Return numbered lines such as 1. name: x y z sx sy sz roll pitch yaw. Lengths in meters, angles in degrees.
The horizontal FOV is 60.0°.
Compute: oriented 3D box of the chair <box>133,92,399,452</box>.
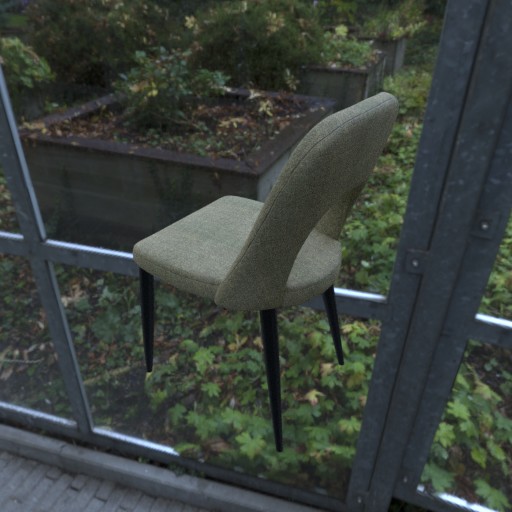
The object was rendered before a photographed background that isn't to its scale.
1. chair: 0.000 0.000 1.270 0.612 0.931 0.470 20 37 29
